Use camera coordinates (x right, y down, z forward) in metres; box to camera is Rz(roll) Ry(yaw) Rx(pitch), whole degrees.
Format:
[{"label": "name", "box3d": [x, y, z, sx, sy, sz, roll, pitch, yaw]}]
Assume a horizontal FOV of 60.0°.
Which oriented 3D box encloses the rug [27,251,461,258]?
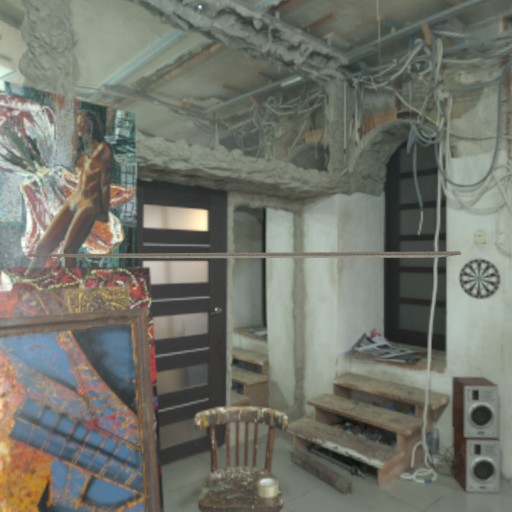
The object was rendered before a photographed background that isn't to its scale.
[{"label": "rug", "box3d": [0.000, 0.000, 2.100, 1.677, 0.011, 1.066, 0, -1, 19]}]
